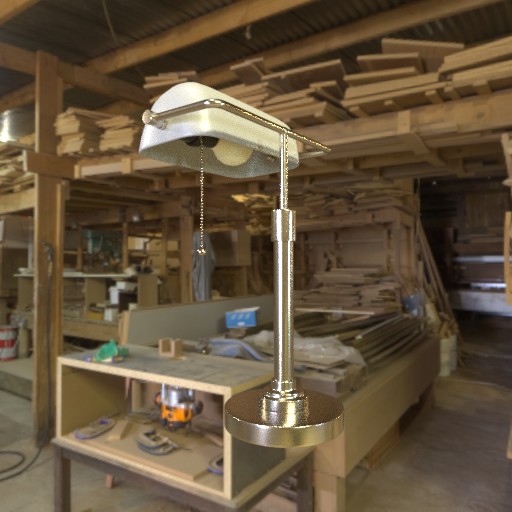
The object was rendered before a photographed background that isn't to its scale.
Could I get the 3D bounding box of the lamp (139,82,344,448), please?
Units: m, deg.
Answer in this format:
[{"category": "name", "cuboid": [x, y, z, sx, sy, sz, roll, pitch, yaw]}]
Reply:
[{"category": "lamp", "cuboid": [0.000, 0.000, 0.562, 0.227, 0.404, 0.269, 0, 0, 36]}]
